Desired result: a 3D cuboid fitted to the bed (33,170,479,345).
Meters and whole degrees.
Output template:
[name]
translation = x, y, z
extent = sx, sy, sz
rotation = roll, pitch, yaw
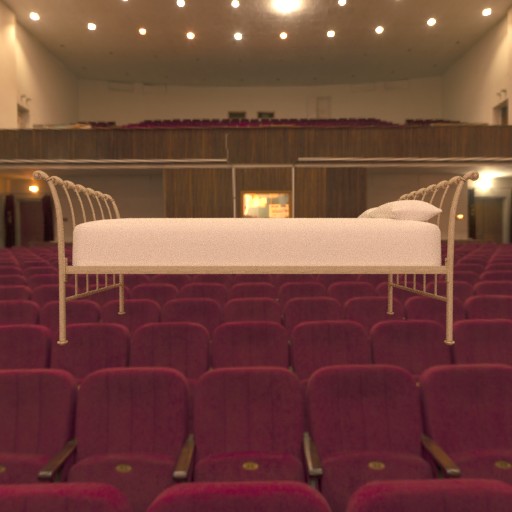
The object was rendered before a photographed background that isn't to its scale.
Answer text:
[bed]
translation = 0.000, 0.000, 2.711
extent = 2.228, 0.873, 1.032
rotation = 0, 1, 0
